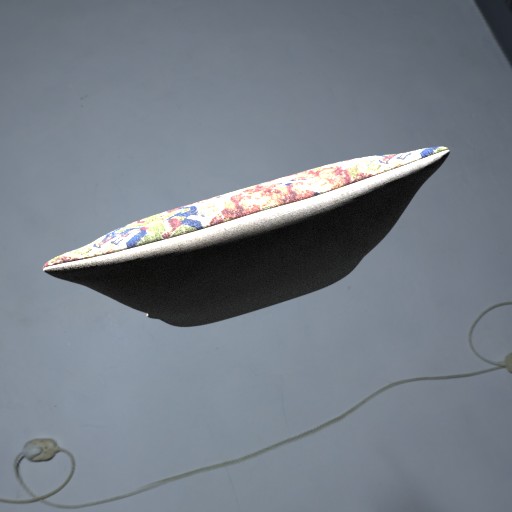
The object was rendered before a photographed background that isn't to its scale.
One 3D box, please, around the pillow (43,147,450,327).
[{"bbox_3d":[0.000,0.000,0.778,0.523,0.506,0.166,-17,76,-4],"label":"pillow"}]
